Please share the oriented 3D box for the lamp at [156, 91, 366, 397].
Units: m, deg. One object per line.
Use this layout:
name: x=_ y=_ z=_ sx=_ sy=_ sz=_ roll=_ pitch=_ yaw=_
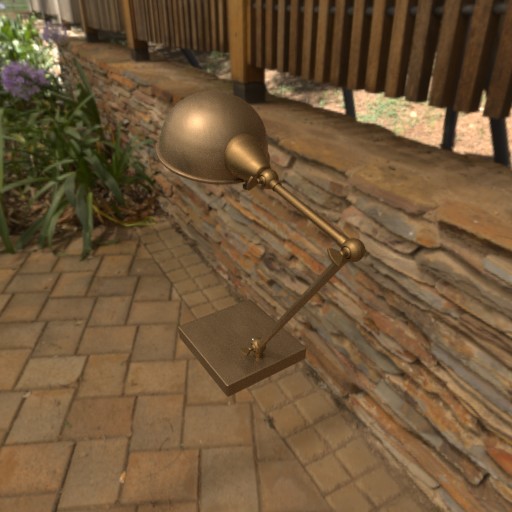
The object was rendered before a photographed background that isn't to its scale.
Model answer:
lamp: x=0.000 y=0.000 z=0.563 sx=0.149 sy=0.371 sz=0.339 roll=-18 pitch=34 yaw=-29
